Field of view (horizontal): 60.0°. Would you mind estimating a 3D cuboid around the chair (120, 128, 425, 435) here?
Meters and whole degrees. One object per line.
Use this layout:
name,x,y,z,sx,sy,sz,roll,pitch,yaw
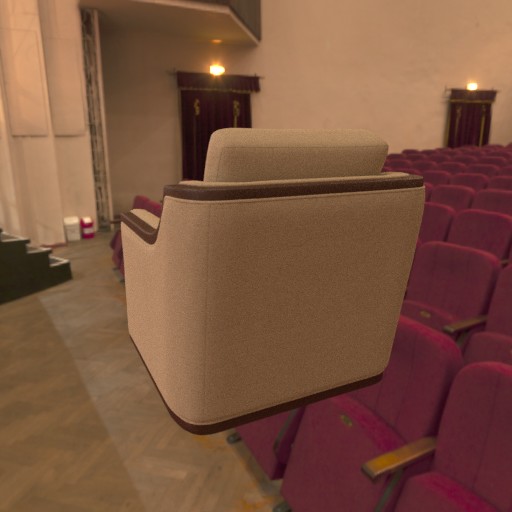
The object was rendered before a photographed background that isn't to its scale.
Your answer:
chair,0.000,0.000,1.697,0.870,0.930,0.950,-7,17,-26
